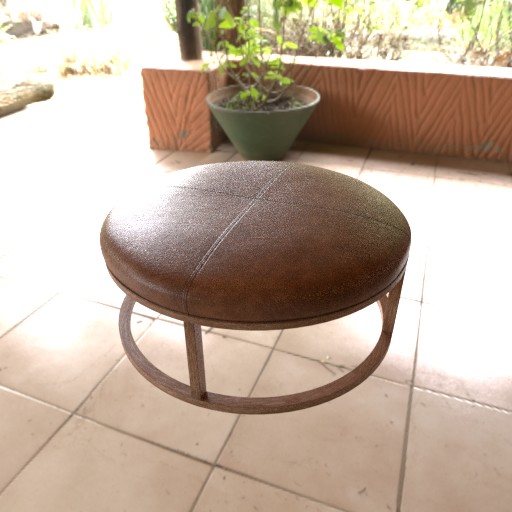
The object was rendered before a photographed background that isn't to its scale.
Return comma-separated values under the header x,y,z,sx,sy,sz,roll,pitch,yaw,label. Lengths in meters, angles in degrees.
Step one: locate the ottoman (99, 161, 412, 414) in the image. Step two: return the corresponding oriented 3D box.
x,y,z,sx,sy,sz,roll,pitch,yaw,label
0.000,0.000,1.559,1.006,0.445,1.006,0,31,0,ottoman
